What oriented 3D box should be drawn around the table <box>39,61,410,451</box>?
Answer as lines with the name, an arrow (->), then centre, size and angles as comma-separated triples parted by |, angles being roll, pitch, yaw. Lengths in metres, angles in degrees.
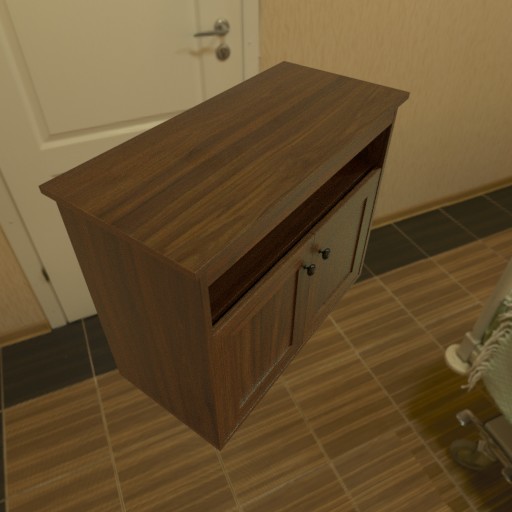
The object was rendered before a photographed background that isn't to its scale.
table -> 0.000, 0.000, 1.200 | 0.390, 0.725, 0.802 | 26, 49, 26
